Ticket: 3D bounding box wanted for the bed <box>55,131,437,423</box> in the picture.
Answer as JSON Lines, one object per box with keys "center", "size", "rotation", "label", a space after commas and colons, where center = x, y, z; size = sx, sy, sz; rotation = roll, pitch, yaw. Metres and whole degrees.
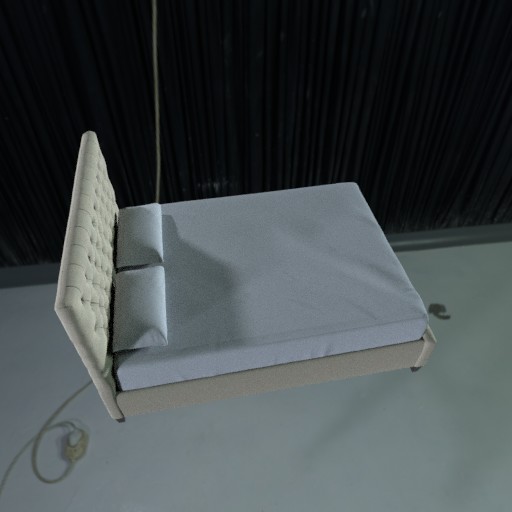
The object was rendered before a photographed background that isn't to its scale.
{"center": [0.000, 0.000, 3.421], "size": [2.387, 1.427, 1.698], "rotation": [-8, 47, -7], "label": "bed"}
